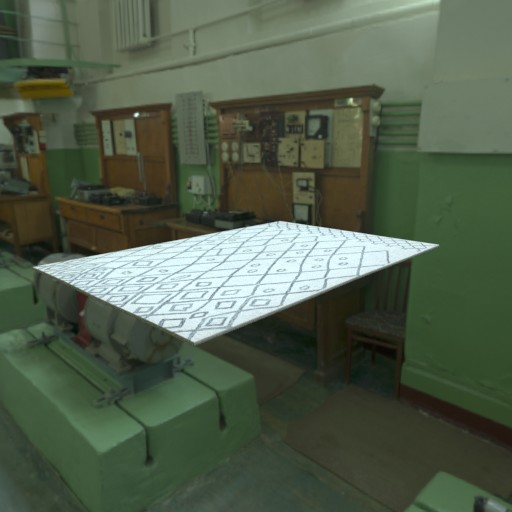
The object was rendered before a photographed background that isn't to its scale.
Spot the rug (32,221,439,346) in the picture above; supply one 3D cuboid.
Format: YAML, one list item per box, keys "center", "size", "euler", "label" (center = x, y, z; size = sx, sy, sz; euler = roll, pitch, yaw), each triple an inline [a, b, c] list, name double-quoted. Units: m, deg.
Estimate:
- center: [0.000, 0.000, 2.354]
  size: [1.222, 0.015, 1.828]
  euler: [13, 19, 42]
  label: "rug"
